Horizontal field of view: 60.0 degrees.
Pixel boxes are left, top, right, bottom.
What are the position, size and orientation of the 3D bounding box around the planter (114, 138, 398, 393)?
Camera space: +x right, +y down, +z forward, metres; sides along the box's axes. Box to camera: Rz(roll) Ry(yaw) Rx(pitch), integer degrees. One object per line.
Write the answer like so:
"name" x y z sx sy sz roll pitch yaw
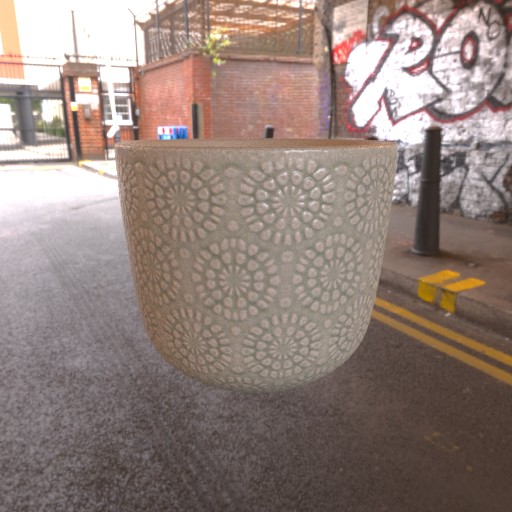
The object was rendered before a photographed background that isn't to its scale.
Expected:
"planter" 0.000 0.000 0.217 0.124 0.109 0.124 0 16 0
